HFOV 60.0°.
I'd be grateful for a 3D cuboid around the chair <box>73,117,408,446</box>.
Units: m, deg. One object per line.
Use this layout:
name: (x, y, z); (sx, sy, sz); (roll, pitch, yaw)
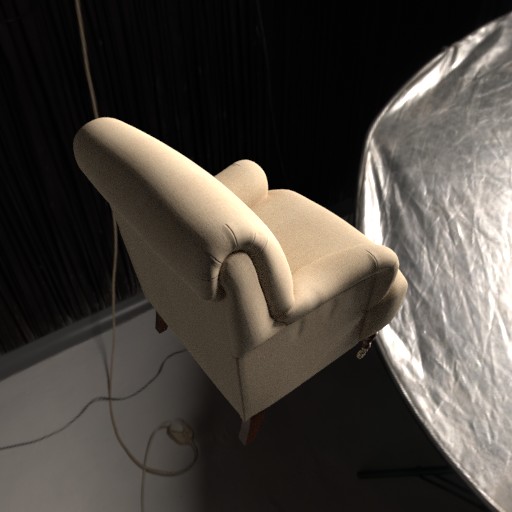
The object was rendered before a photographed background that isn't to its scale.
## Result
chair: (0.000, 0.000, 1.526); (0.842, 0.944, 0.766); (-26, 47, -28)
